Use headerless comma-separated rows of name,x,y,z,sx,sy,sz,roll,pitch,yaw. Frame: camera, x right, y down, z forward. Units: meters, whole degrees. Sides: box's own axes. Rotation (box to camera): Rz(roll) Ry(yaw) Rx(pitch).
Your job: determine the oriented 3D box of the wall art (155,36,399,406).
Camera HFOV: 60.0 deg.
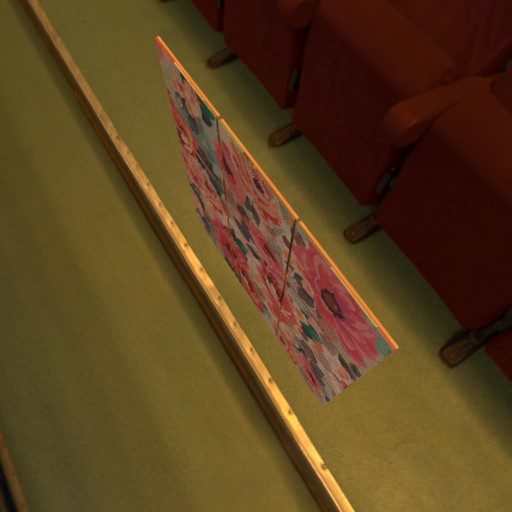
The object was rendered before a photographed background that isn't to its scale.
wall art,0.000,0.000,1.343,0.012,0.910,0.911,-30,69,-13
